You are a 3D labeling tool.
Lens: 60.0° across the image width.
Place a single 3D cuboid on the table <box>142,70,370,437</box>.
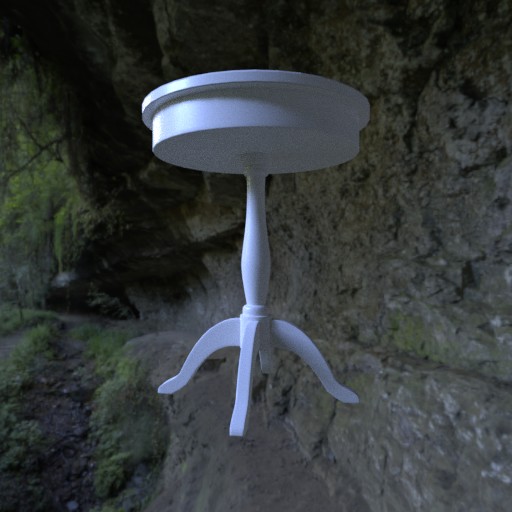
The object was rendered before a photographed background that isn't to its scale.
[{"bbox_3d":[0.000,0.000,1.030,0.513,0.653,0.513,0,0,0],"label":"table"}]
